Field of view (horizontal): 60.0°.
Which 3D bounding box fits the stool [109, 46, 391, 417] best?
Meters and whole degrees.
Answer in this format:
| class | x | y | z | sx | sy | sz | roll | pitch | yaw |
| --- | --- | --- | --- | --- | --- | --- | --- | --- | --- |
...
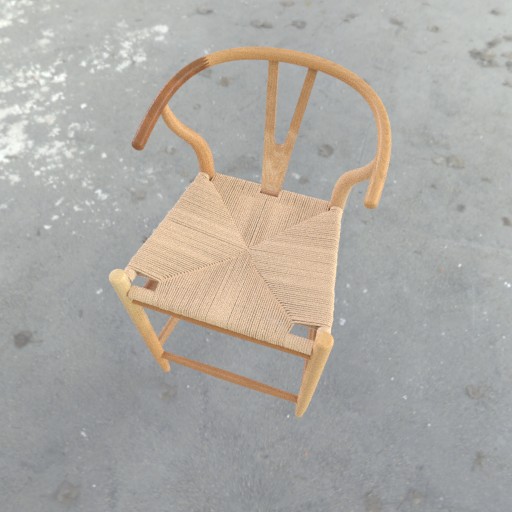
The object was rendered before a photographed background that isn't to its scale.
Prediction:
| class | x | y | z | sx | sy | sz | roll | pitch | yaw |
| --- | --- | --- | --- | --- | --- | --- | --- | --- | --- |
| stool | 0.000 | 0.000 | 1.261 | 0.536 | 0.923 | 0.575 | 16 | 59 | 10 |
